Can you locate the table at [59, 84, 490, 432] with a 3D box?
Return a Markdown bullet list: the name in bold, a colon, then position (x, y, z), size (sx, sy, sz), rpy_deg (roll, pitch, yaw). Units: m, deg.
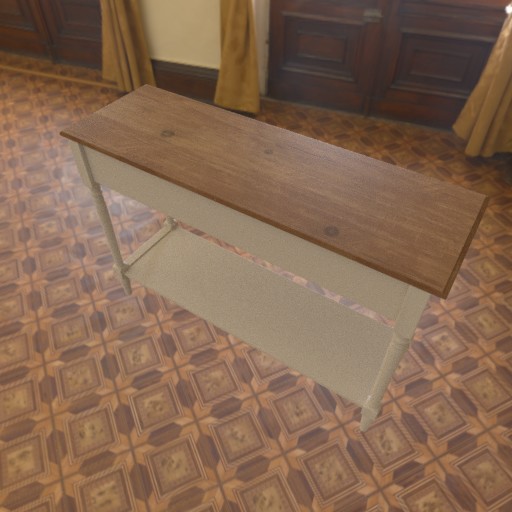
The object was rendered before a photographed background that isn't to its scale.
- **table**: position (0.000, 0.000, 1.564), size (1.219, 0.800, 0.399), rpy_deg (25, 51, 22)
